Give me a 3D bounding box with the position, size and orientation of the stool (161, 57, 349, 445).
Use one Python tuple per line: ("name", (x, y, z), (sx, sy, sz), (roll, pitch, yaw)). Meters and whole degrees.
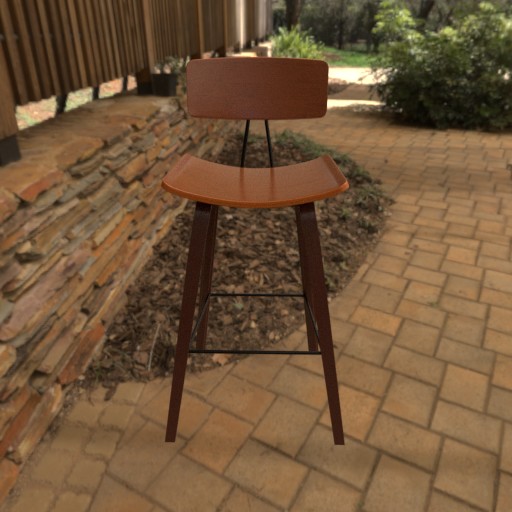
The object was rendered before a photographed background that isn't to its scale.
("stool", (0.000, 0.000, 1.217), (0.509, 0.969, 0.440), (1, 28, 1))
